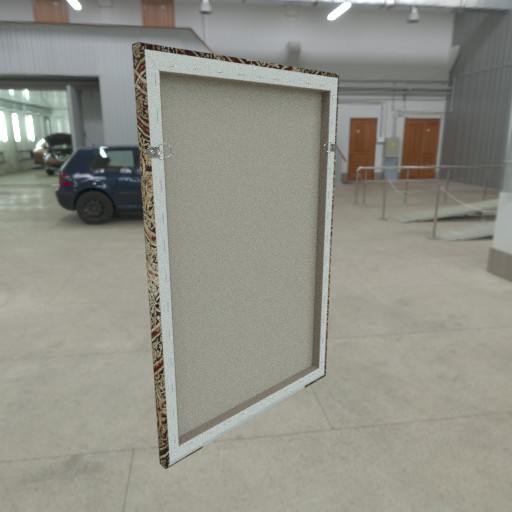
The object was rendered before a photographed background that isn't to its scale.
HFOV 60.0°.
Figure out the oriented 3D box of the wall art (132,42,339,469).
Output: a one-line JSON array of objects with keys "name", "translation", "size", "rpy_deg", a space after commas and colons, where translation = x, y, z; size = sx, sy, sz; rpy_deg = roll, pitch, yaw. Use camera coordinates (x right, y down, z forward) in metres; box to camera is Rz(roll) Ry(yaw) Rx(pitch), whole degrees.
[{"name": "wall art", "translation": [0.000, 0.000, 1.114], "size": [0.599, 0.904, 0.030], "rpy_deg": [-14, 20, -42]}]
